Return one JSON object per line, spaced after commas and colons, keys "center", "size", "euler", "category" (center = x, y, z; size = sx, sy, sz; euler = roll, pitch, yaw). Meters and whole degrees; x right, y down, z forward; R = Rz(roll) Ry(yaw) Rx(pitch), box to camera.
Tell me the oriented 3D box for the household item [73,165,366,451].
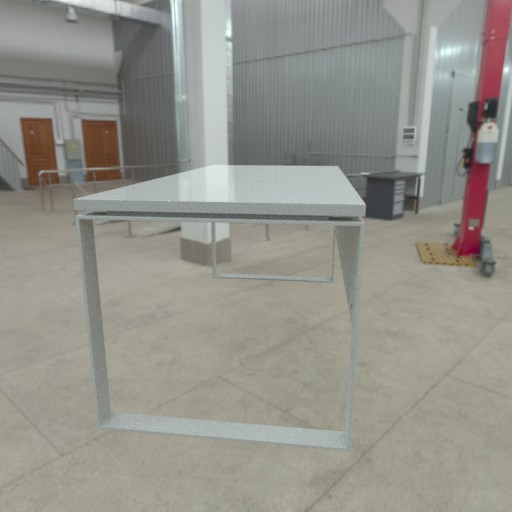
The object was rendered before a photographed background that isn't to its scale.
{"center": [0.000, 0.000, 2.097], "size": [0.800, 0.745, 1.700], "euler": [2, 15, 7], "category": "household item"}
